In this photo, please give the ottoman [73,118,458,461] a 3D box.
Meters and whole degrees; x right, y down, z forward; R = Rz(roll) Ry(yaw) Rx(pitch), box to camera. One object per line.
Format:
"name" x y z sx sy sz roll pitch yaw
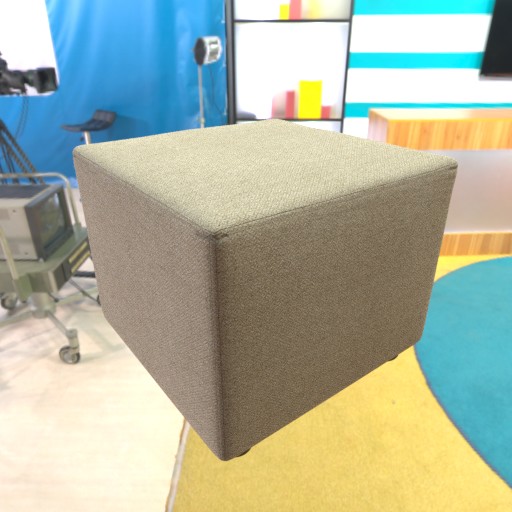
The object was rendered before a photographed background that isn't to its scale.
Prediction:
"ottoman" 0.000 0.000 0.872 0.508 0.432 0.508 -19 32 -33
